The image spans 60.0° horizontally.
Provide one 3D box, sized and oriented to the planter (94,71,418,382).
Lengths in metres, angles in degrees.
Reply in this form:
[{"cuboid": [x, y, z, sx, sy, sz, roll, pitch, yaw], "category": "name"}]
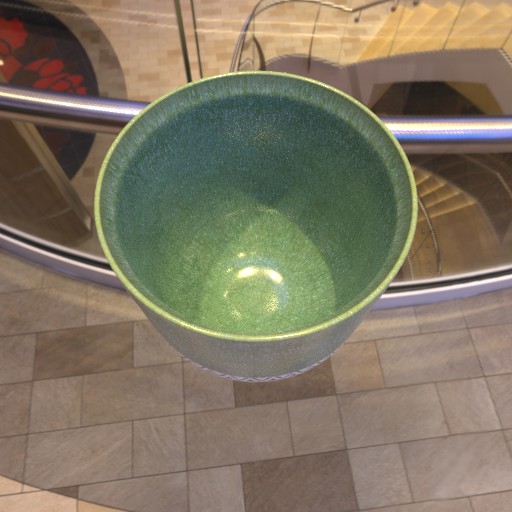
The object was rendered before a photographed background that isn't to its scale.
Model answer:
[{"cuboid": [0.000, 0.000, 0.487, 0.266, 0.270, 0.266, 0, 64, 0], "category": "planter"}]
